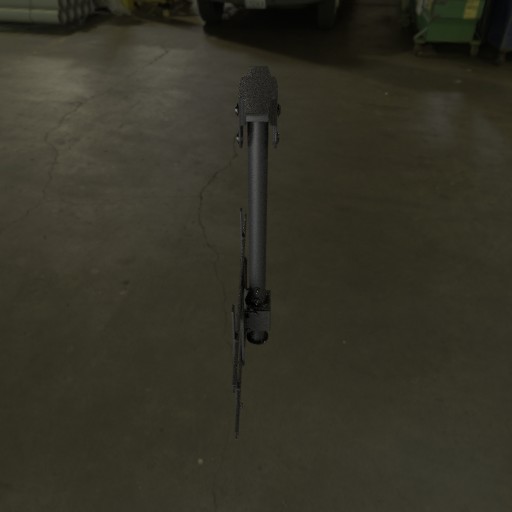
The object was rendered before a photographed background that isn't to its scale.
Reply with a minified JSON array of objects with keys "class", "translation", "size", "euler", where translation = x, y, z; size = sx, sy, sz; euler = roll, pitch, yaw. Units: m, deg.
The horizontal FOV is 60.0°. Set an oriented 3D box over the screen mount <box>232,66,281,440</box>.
[{"class":"screen mount","translation":[0.000,0.000,1.032],"size":[0.090,0.775,0.595],"euler":[1,39,1]}]
